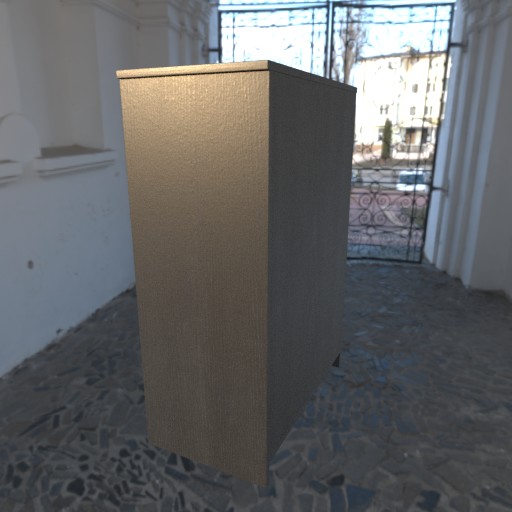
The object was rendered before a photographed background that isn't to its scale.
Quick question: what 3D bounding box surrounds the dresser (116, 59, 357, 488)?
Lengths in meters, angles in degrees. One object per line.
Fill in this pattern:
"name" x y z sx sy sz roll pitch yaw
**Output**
"dresser" 0.000 0.000 1.379 0.398 1.020 0.700 8 18 25
